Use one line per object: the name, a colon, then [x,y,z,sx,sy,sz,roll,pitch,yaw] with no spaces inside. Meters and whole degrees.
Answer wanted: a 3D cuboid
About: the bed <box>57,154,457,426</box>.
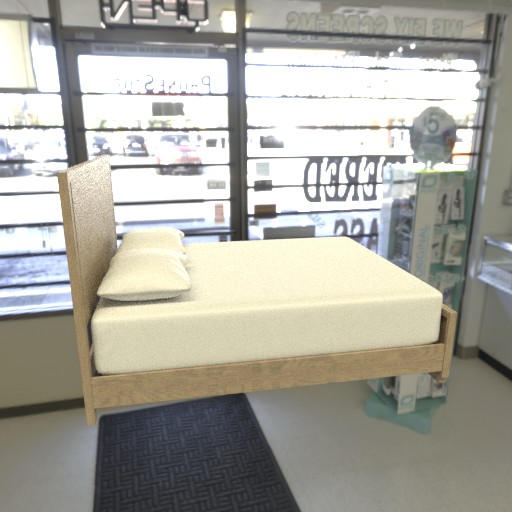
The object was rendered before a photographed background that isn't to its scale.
bed: [0.000,0.000,3.198,2.189,1.369,1.606,-3,16,-10]
